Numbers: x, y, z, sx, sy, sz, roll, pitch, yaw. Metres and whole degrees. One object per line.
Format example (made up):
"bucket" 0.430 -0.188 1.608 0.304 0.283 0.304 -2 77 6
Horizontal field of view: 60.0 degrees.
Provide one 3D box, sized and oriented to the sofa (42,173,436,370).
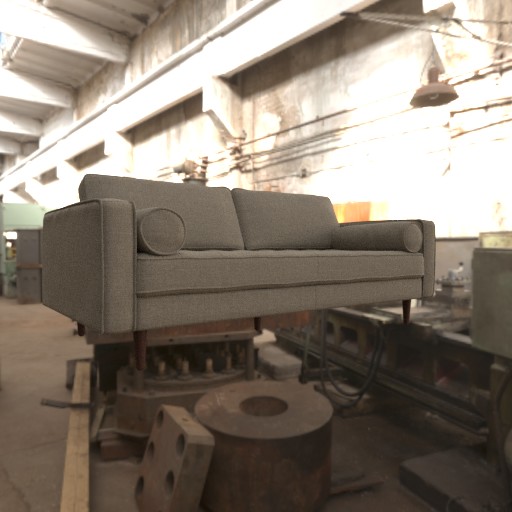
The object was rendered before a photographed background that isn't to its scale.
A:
"sofa" 0.000 0.000 2.277 1.879 0.762 0.914 -1 1 -36
